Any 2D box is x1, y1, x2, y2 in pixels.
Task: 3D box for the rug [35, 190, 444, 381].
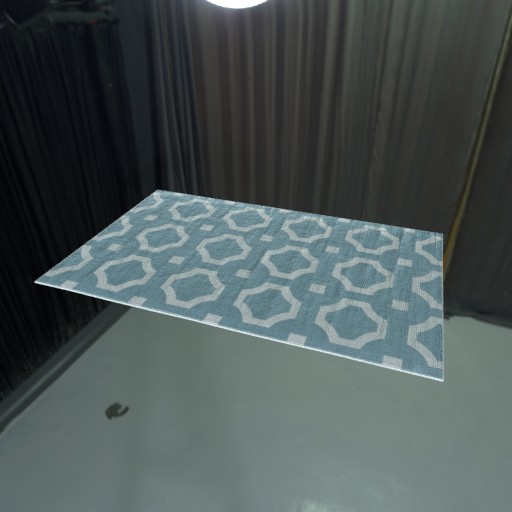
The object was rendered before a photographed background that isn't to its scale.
[{"bbox_3d":[0.000,0.000,3.072,2.443,0.015,1.528,11,34,16],"label":"rug"}]
